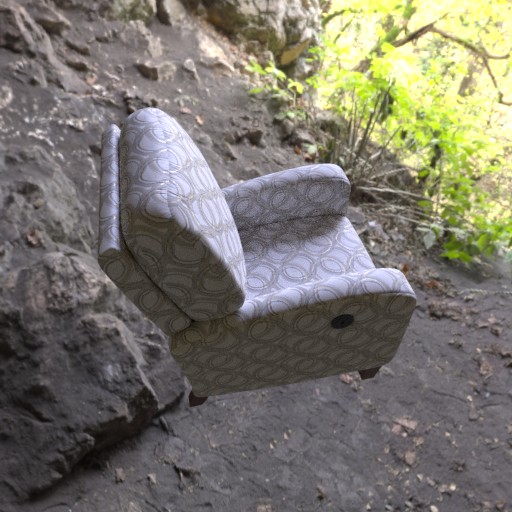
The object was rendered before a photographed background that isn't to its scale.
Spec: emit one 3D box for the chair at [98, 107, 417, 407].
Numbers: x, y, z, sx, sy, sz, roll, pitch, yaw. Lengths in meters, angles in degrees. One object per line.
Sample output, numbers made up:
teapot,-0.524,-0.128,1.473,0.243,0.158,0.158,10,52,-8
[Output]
chair,0.000,0.000,1.757,0.995,1.065,0.796,-9,48,-8
